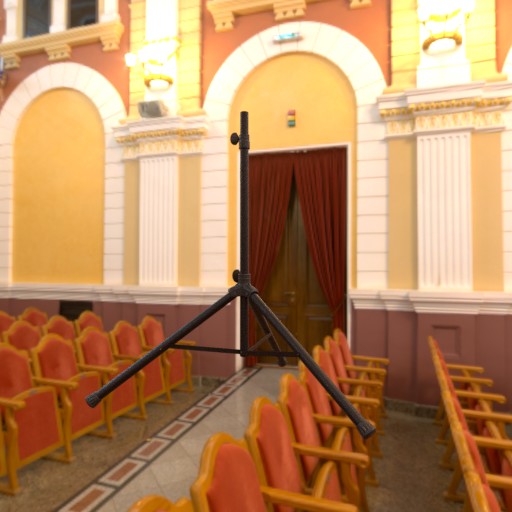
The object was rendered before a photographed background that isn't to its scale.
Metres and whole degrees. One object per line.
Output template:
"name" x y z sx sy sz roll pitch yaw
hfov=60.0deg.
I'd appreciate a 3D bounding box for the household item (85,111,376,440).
"household item" 0.000 0.000 1.898 1.045 1.136 0.907 0 -1 19
